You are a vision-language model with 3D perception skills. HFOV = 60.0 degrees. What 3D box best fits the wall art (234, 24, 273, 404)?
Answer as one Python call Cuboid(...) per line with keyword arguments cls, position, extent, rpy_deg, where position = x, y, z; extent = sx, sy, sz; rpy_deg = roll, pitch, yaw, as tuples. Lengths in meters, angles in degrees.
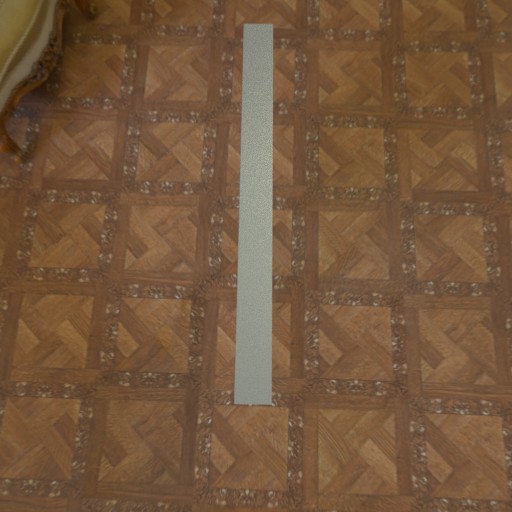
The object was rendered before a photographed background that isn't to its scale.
Cuboid(cls="wall art", position=(0.000, 0.000, 0.763), extent=(0.037, 0.554, 0.453), rpy_deg=(1, 75, 0))
